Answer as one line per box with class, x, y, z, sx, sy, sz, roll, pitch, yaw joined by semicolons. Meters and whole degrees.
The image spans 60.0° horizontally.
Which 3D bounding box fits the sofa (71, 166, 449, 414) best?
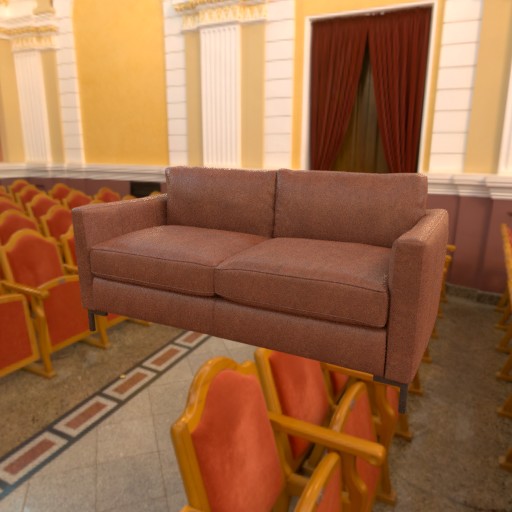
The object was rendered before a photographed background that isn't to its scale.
sofa;0.000;0.000;2.328;1.797;0.883;0.899;7;16;26
